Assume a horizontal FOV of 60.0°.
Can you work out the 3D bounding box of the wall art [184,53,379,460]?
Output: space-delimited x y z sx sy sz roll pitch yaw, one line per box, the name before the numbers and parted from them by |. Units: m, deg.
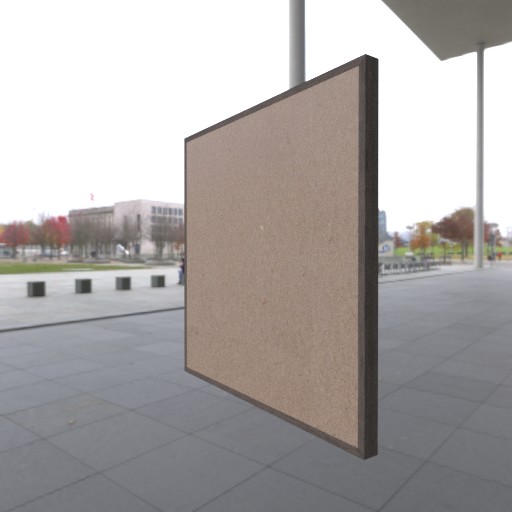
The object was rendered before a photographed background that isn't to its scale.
wall art | 0.000 0.000 1.152 0.038 0.762 0.762 0 1 -35
